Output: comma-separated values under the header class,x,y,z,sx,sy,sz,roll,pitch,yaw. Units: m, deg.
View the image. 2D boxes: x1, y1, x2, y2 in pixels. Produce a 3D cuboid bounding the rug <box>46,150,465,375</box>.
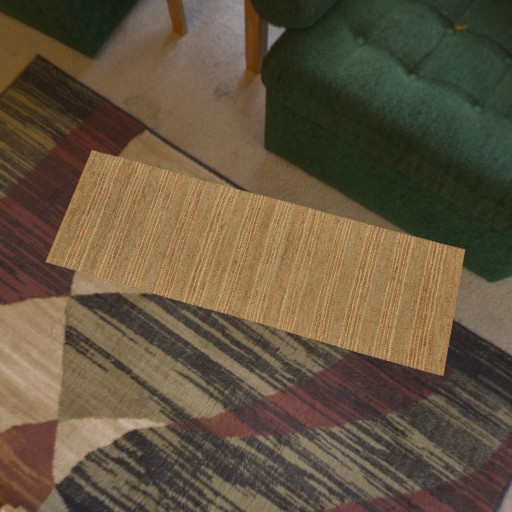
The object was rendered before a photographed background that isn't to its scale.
class,x,y,z,sx,sy,sz,roll,pitch,yaw
rug,0.000,0.000,2.703,2.438,0.006,0.783,15,76,4
